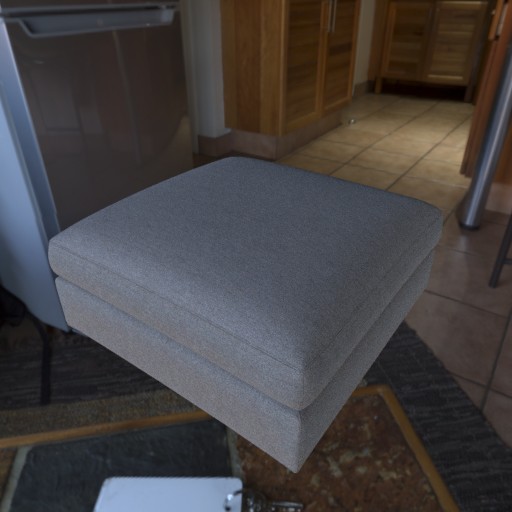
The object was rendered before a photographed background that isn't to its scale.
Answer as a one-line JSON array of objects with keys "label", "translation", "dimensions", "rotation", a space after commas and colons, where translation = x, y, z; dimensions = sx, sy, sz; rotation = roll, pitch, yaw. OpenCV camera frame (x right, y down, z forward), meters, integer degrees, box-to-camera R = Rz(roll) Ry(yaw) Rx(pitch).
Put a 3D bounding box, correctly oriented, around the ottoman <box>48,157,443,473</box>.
[{"label": "ottoman", "translation": [0.000, 0.000, 1.636], "dimensions": [1.041, 0.470, 1.041], "rotation": [21, 38, 30]}]
